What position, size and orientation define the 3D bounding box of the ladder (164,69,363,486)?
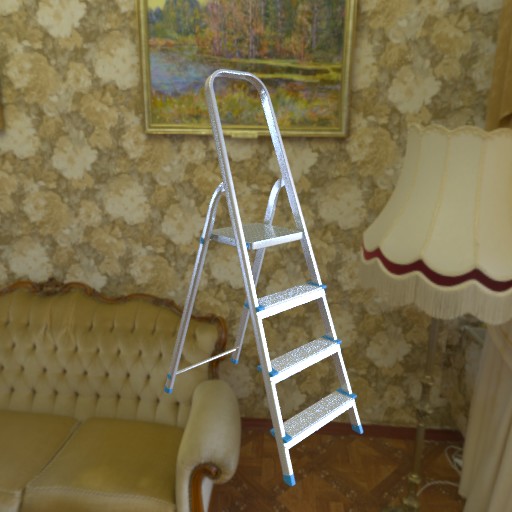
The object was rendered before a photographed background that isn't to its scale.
[{"bbox_3d":[0.000,0.000,1.814,0.445,1.434,0.842,-13,20,-41],"label":"ladder"}]
